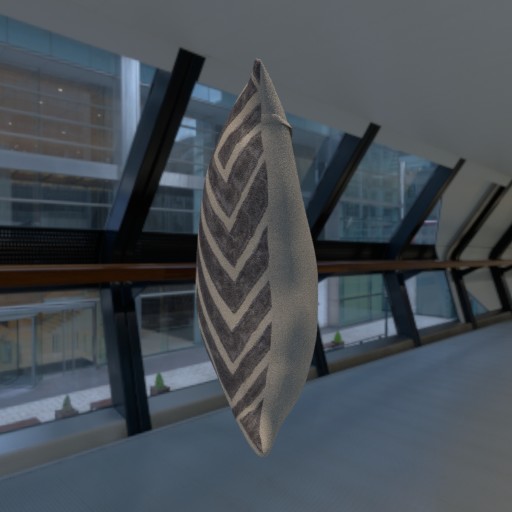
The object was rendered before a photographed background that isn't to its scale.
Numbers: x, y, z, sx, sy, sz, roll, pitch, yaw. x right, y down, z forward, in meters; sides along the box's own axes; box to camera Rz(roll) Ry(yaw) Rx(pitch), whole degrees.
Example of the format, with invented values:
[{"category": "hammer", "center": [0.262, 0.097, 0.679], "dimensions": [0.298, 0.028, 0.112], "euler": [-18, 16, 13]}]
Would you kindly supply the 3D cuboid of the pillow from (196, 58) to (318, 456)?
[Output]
[{"category": "pillow", "center": [0.000, 0.000, 0.687], "dimensions": [0.182, 0.441, 0.440], "euler": [0, 1, 0]}]
